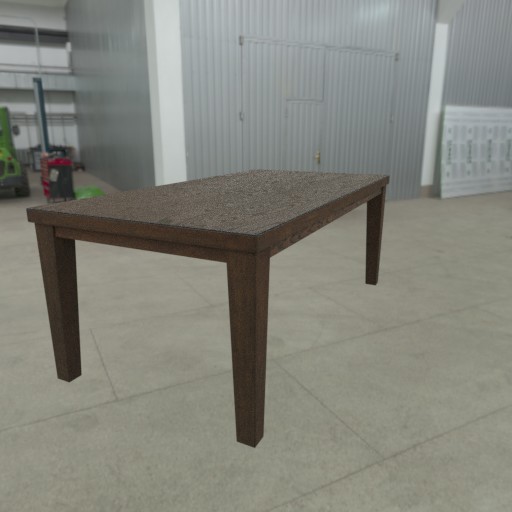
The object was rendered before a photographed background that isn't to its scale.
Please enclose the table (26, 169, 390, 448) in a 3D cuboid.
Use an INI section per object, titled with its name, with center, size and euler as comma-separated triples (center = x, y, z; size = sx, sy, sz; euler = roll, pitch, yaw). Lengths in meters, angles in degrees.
[table]
center = 0.000, 0.000, 2.466
size = 1.016, 0.762, 1.981
euler = 8, 18, 26
